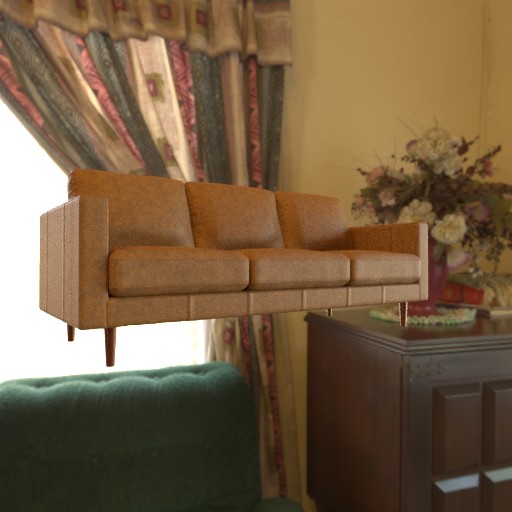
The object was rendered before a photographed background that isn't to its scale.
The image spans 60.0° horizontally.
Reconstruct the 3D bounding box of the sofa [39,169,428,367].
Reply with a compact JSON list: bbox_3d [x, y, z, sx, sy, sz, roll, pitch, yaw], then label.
[{"bbox_3d":[0.000,0.000,2.663,2.231,0.930,0.903,0,-1,-35],"label":"sofa"}]
